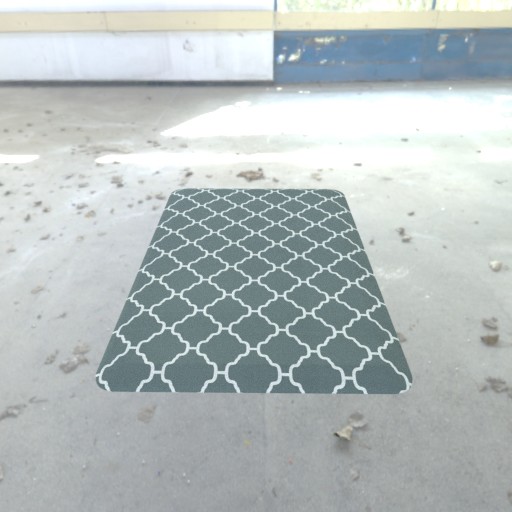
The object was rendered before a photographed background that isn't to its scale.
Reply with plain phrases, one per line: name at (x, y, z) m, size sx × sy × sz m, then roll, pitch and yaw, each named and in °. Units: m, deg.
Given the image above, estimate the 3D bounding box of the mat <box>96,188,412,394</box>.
mat at (0.000, 0.000, 0.999) m, size 0.508 × 0.021 × 0.762 m, roll 0°, pitch 32°, yaw 1°
